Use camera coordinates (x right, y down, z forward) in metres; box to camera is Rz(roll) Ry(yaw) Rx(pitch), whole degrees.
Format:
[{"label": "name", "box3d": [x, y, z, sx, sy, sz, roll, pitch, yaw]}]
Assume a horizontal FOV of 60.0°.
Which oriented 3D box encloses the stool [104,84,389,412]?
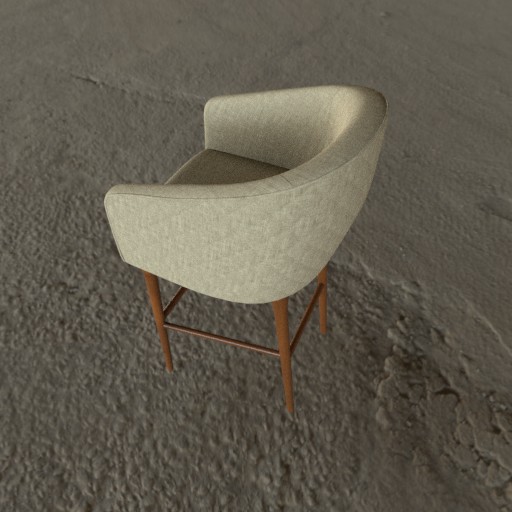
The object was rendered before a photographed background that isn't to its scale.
[{"label": "stool", "box3d": [0.000, 0.000, 1.415, 0.607, 1.078, 0.559, 18, 49, 17]}]
